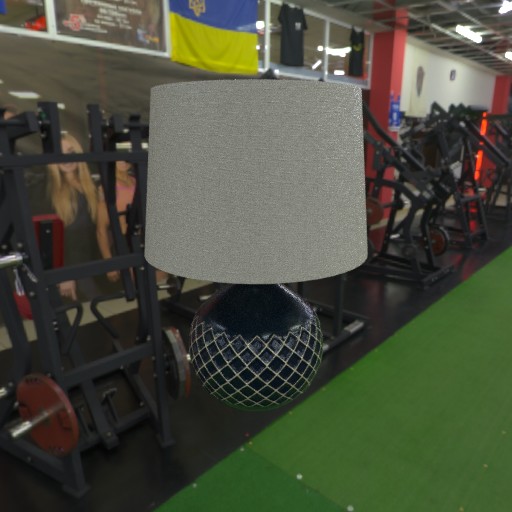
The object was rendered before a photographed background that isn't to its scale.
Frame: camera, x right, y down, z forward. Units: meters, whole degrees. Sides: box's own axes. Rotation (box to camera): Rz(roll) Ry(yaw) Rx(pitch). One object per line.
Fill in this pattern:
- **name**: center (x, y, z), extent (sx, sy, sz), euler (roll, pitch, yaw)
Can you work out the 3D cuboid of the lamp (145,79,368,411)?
- **lamp**: center (0.000, 0.000, 0.772), extent (0.376, 0.540, 0.376), euler (0, 16, 0)
